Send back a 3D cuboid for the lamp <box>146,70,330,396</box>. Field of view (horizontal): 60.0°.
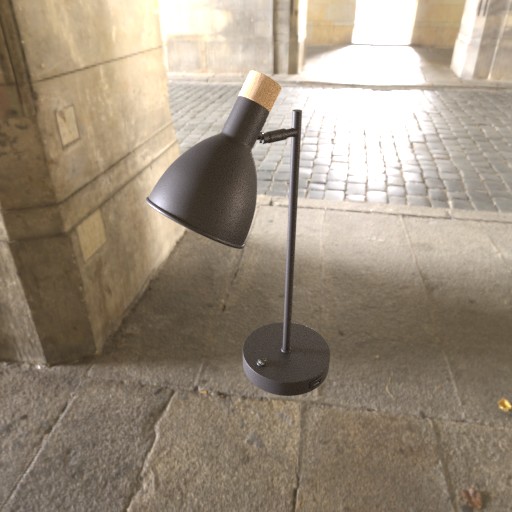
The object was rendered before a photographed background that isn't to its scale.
[{"bbox_3d":[0.000,0.000,0.620,0.287,0.483,0.152,-21,36,-31],"label":"lamp"}]
